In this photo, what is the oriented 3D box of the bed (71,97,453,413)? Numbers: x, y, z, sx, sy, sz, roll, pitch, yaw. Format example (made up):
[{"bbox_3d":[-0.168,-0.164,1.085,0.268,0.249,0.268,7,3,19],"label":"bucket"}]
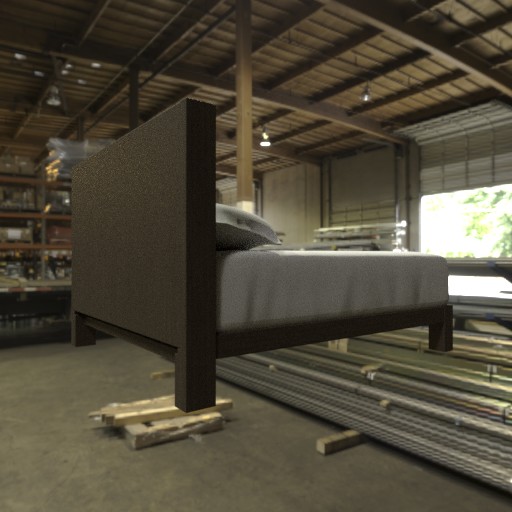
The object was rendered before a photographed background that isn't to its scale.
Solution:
[{"bbox_3d":[0.000,0.000,3.059,1.992,1.261,1.735,0,0,-37],"label":"bed"}]
